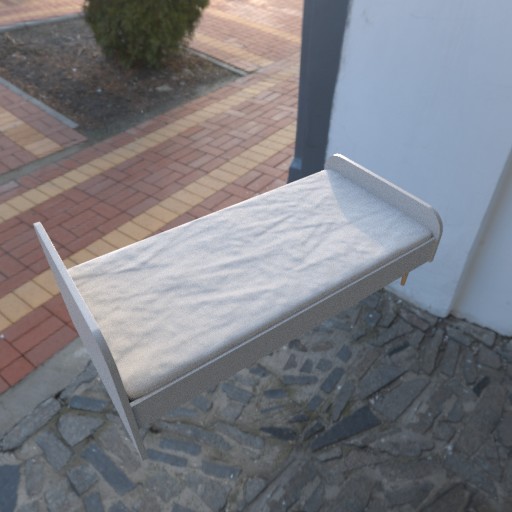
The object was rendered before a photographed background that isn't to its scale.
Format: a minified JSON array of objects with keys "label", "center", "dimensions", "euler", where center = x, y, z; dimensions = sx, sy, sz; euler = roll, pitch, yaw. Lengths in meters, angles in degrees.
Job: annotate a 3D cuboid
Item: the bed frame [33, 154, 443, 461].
[{"label":"bed frame","center":[0.000,0.000,2.500],"dimensions":[1.963,0.805,0.998],"euler":[-25,46,-26]}]
